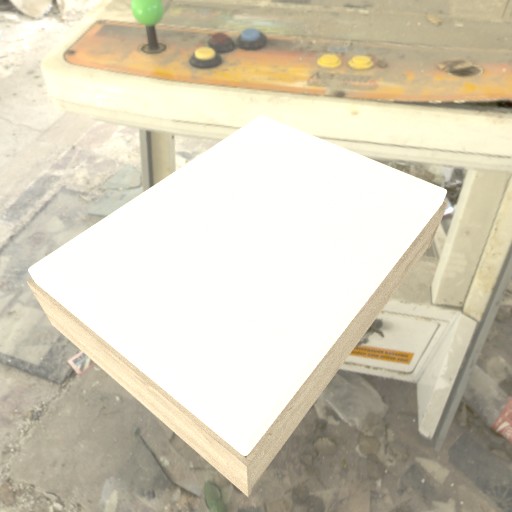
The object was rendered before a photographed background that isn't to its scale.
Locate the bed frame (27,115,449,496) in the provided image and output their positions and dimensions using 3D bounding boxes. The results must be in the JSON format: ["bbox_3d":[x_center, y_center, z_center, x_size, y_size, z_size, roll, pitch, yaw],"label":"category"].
[{"bbox_3d":[0.000,0.000,2.583,1.448,0.490,1.944,30,54,25],"label":"bed frame"}]
